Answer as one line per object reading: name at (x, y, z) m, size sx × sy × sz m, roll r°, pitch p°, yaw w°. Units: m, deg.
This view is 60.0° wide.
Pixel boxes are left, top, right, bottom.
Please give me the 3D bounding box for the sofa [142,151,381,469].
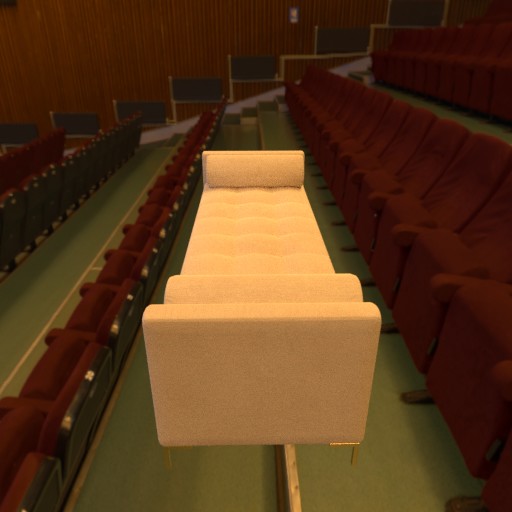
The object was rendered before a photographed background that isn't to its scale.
sofa at (0.000, 0.000, 2.257) m, size 0.686 × 0.635 × 1.981 m, roll 0°, pitch 27°, yaw -1°
